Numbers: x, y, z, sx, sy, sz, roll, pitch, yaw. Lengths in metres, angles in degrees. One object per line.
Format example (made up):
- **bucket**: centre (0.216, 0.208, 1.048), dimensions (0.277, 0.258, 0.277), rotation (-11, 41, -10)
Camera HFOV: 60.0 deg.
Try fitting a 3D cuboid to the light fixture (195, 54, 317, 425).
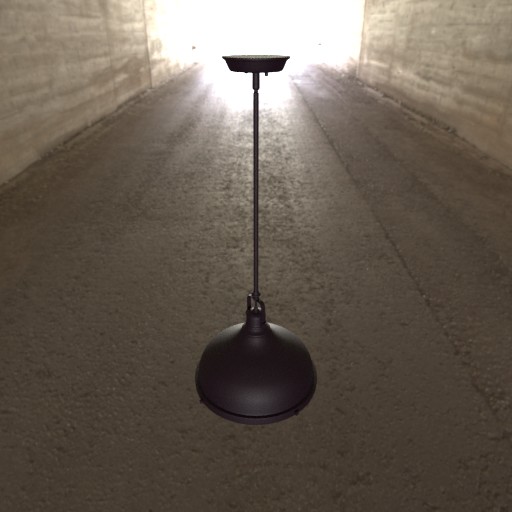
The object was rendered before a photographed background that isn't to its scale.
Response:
- **light fixture**: centre (0.000, 0.000, 1.031), dimensions (0.341, 0.849, 0.341), rotation (-18, 32, -31)
